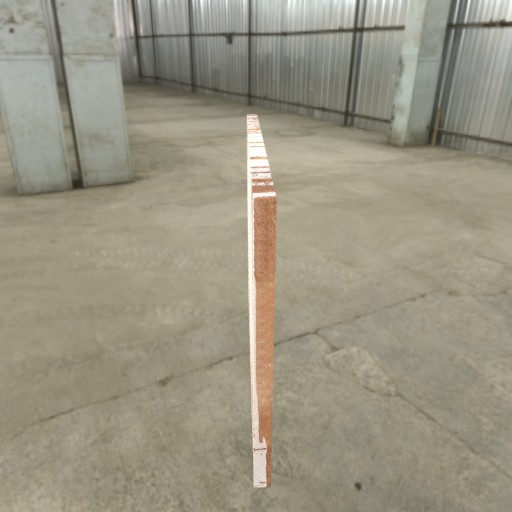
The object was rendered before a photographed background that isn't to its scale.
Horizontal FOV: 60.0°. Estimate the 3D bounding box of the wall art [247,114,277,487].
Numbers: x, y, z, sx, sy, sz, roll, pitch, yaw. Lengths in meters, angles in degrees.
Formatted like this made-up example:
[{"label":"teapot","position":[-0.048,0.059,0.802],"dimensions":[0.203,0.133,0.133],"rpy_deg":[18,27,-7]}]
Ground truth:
[{"label":"wall art","position":[0.000,0.000,1.183],"dimensions":[0.035,0.609,0.914],"rpy_deg":[-1,25,-1]}]
